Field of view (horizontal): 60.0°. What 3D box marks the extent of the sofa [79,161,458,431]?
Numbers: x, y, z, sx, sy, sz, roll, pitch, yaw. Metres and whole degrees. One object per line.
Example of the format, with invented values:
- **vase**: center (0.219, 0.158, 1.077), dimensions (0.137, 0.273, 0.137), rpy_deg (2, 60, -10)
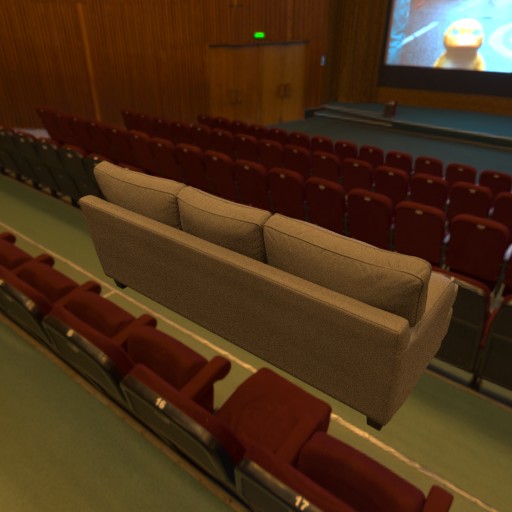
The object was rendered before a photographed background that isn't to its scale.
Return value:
- **sofa**: center (0.000, 0.000, 2.880), dimensions (2.323, 0.991, 1.016), rpy_deg (21, 36, 32)
